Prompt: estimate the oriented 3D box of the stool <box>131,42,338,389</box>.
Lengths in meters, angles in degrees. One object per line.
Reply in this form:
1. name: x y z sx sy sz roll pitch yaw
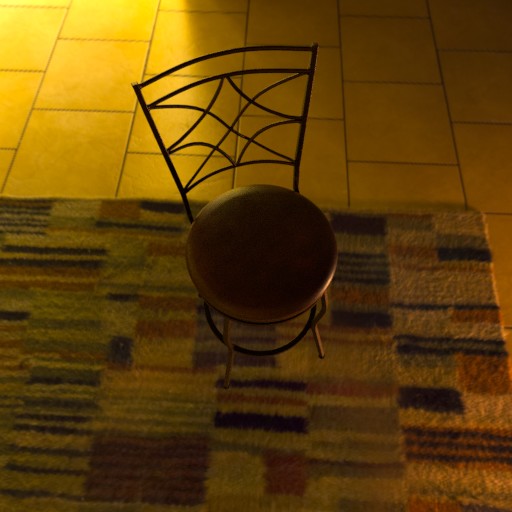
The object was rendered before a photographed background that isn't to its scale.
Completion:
1. stool: 0.000 0.000 1.399 0.434 1.117 0.534 -16 65 -8
